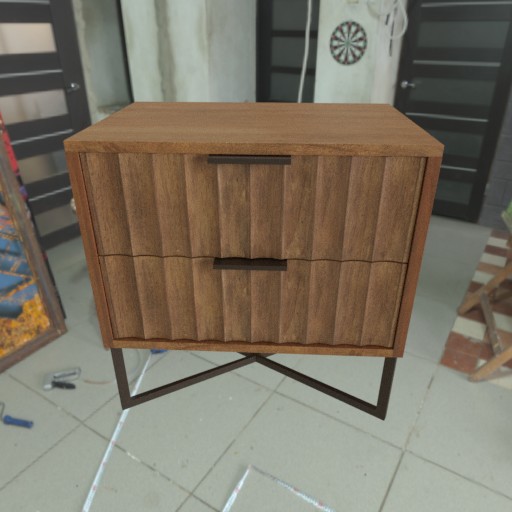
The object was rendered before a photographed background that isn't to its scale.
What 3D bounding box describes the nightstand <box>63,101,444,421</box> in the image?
[{"bbox_3d":[0.000,0.000,1.027,0.613,0.615,0.427,1,28,3],"label":"nightstand"}]
